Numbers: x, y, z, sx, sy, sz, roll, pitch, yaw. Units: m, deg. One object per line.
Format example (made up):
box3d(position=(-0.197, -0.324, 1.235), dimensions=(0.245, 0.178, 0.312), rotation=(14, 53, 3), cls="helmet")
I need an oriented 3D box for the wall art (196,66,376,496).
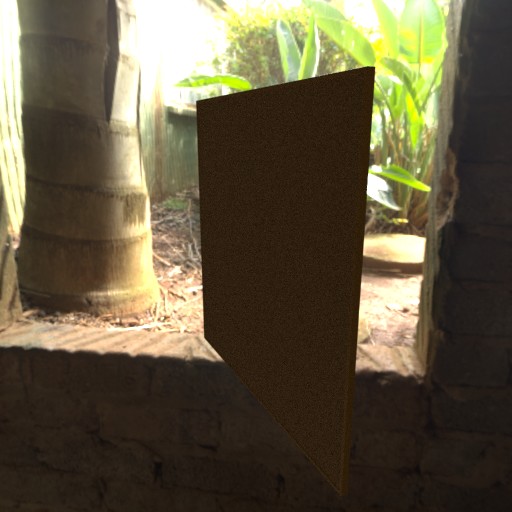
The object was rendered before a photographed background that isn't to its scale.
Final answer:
box3d(position=(0.000, 0.000, 0.927), dimensions=(0.014, 0.655, 0.657), rotation=(-7, 17, -25), cls="wall art")
